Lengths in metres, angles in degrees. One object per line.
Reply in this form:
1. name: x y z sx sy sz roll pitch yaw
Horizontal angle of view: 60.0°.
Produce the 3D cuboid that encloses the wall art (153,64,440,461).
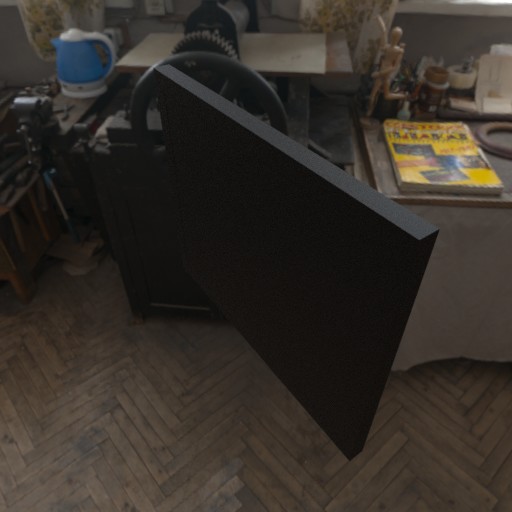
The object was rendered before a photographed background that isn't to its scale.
1. wall art: 0.000 0.000 0.732 0.029 0.457 0.558 -25 47 -26
